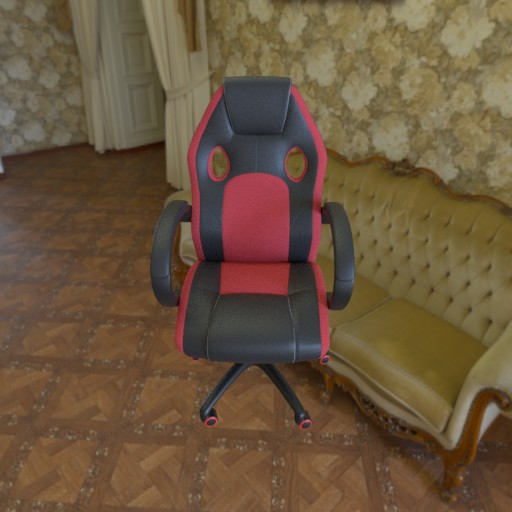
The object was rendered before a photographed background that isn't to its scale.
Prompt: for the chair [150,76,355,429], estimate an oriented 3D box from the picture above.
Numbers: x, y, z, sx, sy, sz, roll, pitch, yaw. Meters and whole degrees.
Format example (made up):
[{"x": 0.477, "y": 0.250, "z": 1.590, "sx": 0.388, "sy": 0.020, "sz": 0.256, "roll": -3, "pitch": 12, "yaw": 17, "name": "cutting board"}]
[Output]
[{"x": 0.000, "y": 0.000, "z": 1.672, "sx": 0.673, "sy": 1.187, "sz": 0.724, "roll": 1, "pitch": 29, "yaw": 2, "name": "chair"}]
